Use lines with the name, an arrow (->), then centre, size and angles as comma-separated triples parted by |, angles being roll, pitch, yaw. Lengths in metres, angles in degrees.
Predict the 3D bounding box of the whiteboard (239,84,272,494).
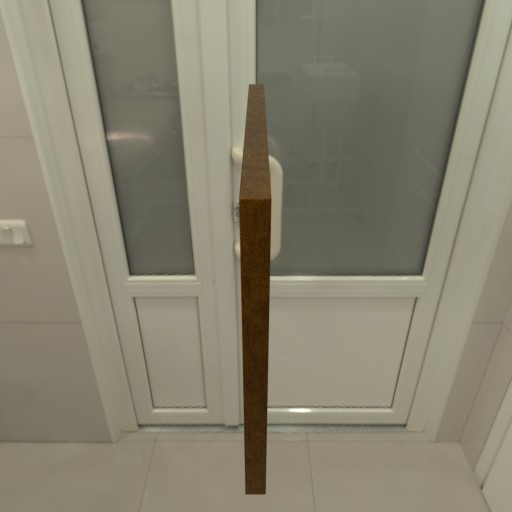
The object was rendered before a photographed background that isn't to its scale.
whiteboard -> 0.000, 0.000, 0.755 | 0.029, 0.457, 0.561 | 0, 31, 0
